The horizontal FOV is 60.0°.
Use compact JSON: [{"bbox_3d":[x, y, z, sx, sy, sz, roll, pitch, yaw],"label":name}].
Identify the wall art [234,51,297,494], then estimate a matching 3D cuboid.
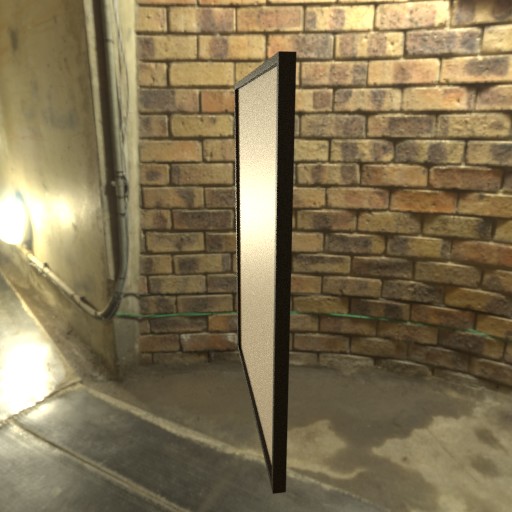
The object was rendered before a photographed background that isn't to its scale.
[{"bbox_3d":[0.000,0.000,1.397,0.036,1.070,0.802,-3,17,-9],"label":"wall art"}]
